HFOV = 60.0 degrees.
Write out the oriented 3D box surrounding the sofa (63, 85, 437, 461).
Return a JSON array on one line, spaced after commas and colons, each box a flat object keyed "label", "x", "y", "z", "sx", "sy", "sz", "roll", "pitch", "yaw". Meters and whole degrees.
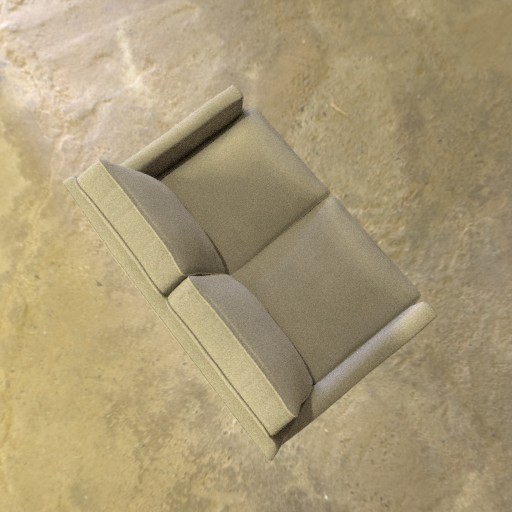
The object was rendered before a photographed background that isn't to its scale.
[{"label": "sofa", "x": 0.000, "y": 0.000, "z": 2.286, "sx": 1.084, "sy": 1.003, "sz": 1.597, "roll": -38, "pitch": 79, "yaw": -8}]
